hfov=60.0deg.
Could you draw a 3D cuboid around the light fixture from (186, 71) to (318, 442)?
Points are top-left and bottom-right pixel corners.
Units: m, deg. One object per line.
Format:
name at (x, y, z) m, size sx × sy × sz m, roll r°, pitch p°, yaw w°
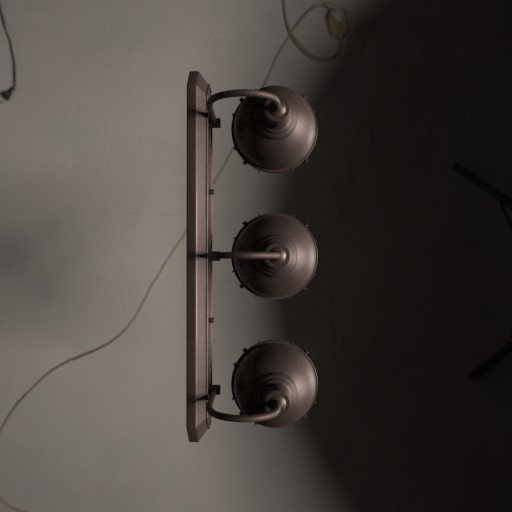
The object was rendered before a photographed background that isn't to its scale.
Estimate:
light fixture at (0.000, 0.000, 0.765) m, size 0.229 × 0.254 × 0.634 m, roll 0°, pitch 90°, yaw 0°
